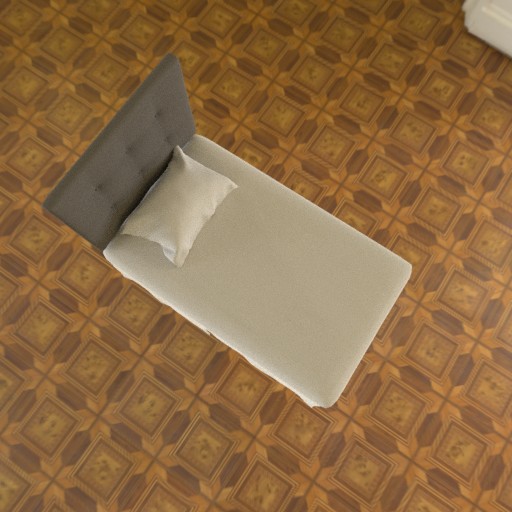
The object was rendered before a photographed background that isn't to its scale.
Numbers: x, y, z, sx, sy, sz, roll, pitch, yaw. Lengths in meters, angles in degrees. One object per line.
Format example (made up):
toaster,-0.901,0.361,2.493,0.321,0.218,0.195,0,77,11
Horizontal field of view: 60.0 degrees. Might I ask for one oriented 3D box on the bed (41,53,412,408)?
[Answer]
bed,0.000,0.000,3.047,1.997,1.571,1.261,33,78,8
